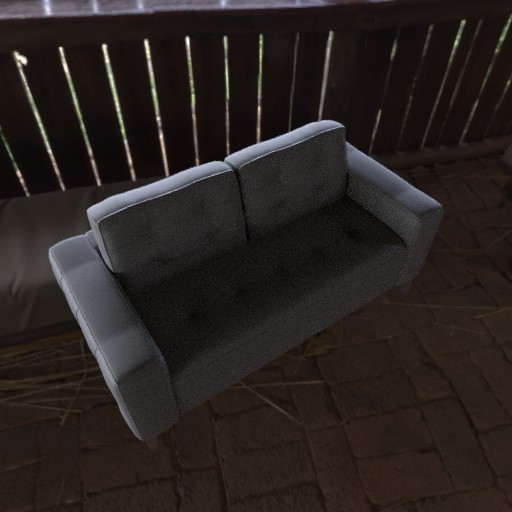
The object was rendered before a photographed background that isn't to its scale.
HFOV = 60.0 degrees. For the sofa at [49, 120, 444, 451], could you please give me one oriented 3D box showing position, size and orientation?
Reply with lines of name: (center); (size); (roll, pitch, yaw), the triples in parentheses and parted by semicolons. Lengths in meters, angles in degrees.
sofa: (0.000, 0.000, 2.192); (1.726, 0.892, 0.833); (-26, 51, -23)
